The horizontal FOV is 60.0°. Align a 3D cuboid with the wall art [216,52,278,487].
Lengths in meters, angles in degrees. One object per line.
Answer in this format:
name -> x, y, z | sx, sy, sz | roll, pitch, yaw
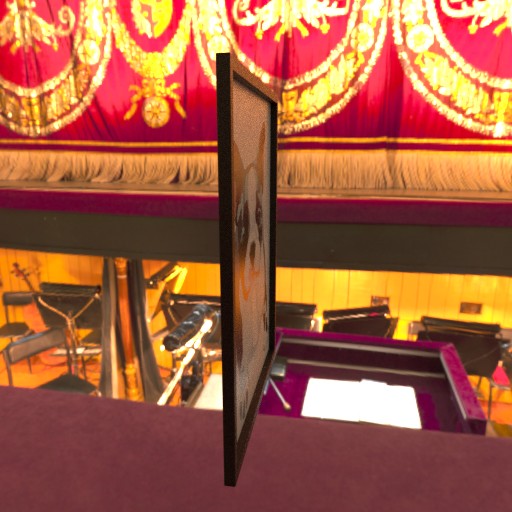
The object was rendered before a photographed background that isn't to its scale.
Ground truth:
wall art -> 0.000, 0.000, 1.383 | 0.030, 1.027, 0.774 | 2, 14, 10
